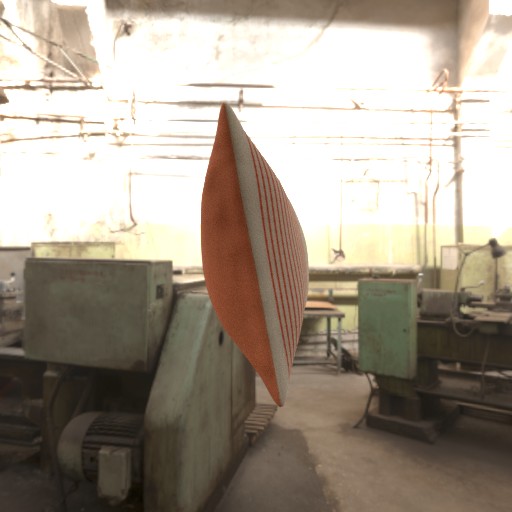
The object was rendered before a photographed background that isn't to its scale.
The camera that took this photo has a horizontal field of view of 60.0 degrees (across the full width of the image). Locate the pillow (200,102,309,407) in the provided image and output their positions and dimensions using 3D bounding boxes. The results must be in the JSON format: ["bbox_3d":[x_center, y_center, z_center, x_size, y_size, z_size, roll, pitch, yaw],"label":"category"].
[{"bbox_3d":[0.000,0.000,0.726,0.156,0.292,0.608,0,0,0],"label":"pillow"}]
